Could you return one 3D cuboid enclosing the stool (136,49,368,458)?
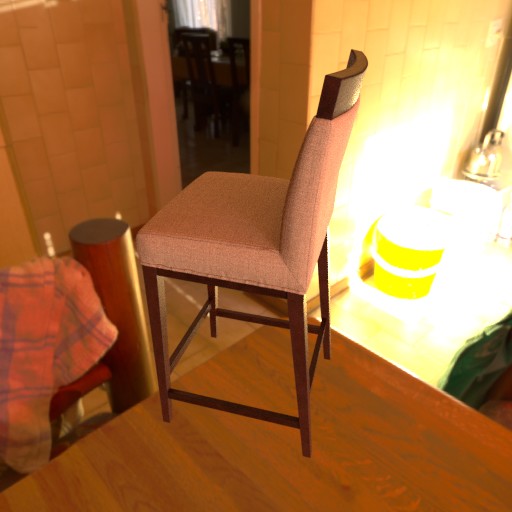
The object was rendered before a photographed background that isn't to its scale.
[{"bbox_3d":[0.000,0.000,1.225,0.480,1.011,0.463,8,31,14],"label":"stool"}]
